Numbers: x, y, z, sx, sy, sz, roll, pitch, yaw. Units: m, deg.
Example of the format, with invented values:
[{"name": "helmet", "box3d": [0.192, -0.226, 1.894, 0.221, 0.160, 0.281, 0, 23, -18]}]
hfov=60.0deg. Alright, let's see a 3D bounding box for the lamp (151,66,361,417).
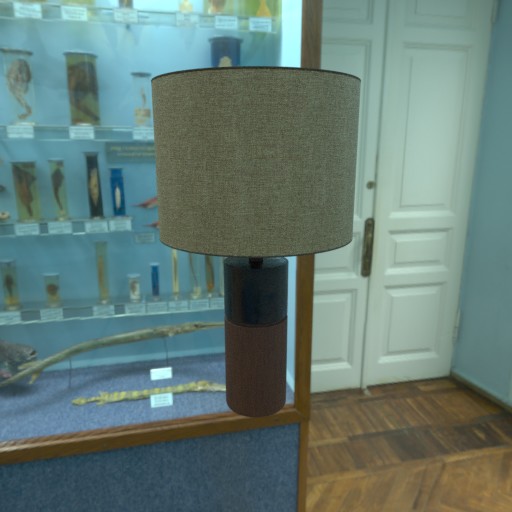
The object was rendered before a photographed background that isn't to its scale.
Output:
[{"name": "lamp", "box3d": [0.000, 0.000, 0.479, 0.202, 0.350, 0.202, 0, 14, 0]}]
